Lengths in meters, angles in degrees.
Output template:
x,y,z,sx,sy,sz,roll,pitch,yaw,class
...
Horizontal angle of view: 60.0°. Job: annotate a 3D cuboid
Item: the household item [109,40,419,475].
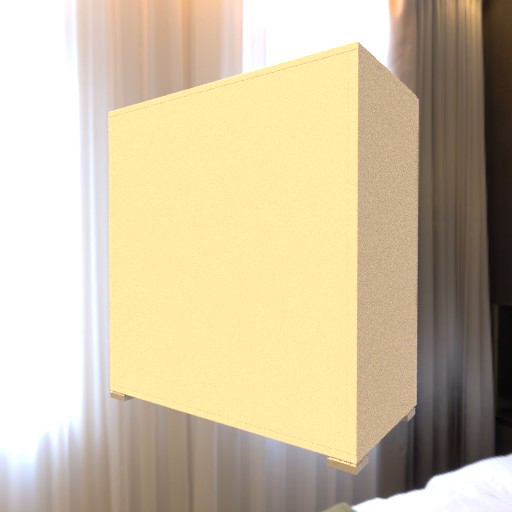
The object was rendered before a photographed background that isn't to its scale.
x,y,z,sx,sy,sz,roll,pitch,yaw,class
0.000,0.000,1.289,0.800,0.870,0.420,1,1,36,household item
